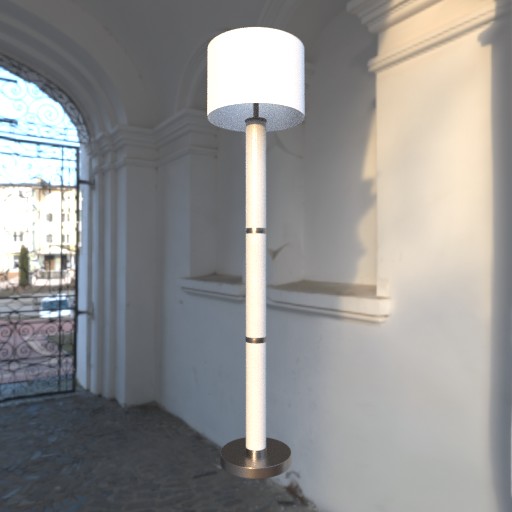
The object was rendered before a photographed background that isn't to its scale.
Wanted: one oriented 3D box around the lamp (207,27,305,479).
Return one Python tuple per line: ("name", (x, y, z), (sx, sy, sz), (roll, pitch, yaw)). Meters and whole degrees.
("lamp", (0.000, 0.000, 1.727), (0.377, 1.599, 0.377), (0, 0, -17))
